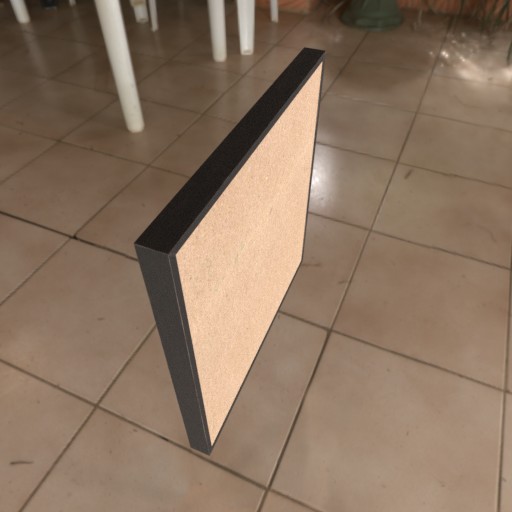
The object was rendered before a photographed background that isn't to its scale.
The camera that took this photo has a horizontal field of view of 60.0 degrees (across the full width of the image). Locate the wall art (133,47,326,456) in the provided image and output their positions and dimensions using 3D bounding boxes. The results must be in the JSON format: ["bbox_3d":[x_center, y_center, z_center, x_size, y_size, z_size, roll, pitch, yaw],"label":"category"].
[{"bbox_3d":[0.000,0.000,0.759,0.038,0.508,0.508,17,49,16],"label":"wall art"}]
